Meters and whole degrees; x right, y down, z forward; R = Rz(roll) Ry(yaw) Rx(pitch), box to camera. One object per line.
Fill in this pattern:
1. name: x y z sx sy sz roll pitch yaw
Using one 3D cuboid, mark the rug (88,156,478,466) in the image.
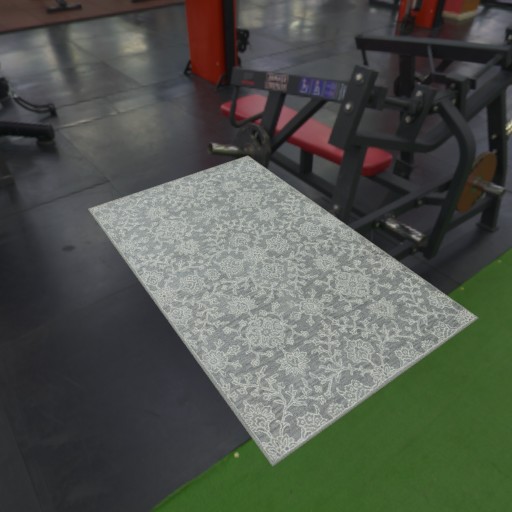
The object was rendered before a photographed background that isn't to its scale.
1. rug: 0.000 0.000 3.048 1.515 0.010 2.430 -24 46 -26
